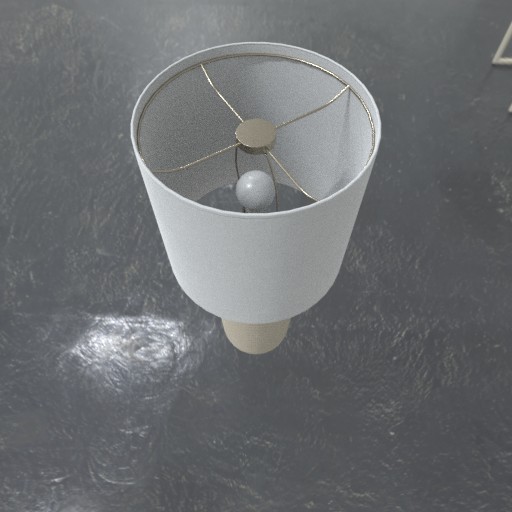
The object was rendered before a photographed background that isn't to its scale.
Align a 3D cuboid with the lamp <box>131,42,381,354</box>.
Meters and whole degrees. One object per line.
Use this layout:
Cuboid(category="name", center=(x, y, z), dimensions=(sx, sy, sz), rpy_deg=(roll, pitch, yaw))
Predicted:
Cuboid(category="lamp", center=(0.000, 0.000, 0.595), dimensions=(0.220, 0.475, 0.220), rpy_deg=(-15, 60, -9))
